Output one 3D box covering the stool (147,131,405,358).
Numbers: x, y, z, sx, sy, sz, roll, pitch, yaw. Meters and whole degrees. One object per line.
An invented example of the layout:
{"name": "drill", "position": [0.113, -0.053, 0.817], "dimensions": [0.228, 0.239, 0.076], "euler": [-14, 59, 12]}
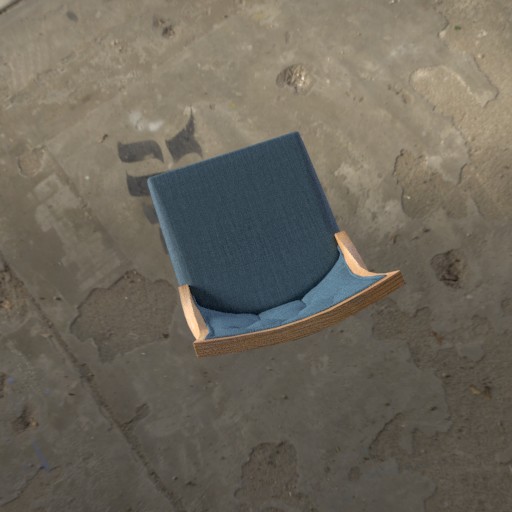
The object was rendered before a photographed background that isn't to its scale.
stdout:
{"name": "stool", "position": [0.000, 0.000, 1.460], "dimensions": [0.524, 1.101, 0.626], "euler": [-19, 77, -5]}
